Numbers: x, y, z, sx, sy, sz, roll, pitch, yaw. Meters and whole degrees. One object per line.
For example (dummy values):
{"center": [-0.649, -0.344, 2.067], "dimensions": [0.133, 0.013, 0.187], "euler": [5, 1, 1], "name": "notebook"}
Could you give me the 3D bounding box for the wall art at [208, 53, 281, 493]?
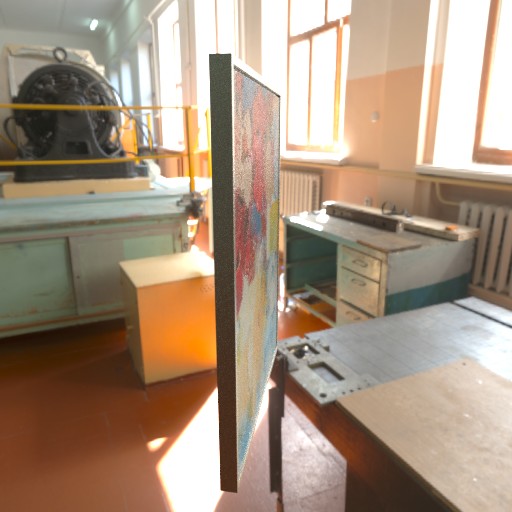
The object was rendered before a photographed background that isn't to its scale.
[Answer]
{"center": [0.000, 0.000, 0.760], "dimensions": [0.025, 0.569, 0.444], "euler": [3, 16, 10], "name": "wall art"}
